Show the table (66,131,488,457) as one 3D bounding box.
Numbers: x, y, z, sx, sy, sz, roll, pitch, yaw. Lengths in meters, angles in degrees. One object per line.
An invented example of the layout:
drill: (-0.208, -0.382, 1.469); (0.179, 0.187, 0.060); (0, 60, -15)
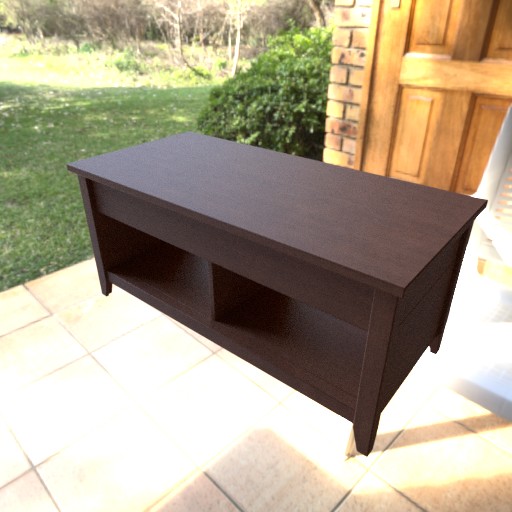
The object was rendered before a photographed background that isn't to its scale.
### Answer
table: (0.000, 0.000, 1.271); (1.016, 0.457, 0.483); (22, 36, 33)
